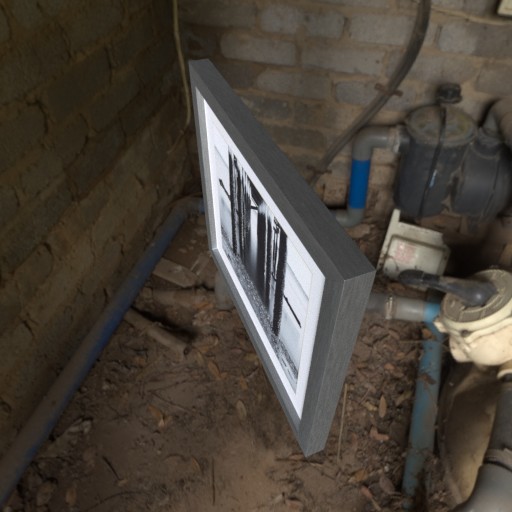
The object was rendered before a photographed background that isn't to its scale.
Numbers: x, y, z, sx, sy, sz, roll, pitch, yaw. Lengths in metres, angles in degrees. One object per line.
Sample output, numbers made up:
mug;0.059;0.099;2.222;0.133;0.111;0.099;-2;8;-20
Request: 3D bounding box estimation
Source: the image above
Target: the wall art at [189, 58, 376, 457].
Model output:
wall art;0.000;0.000;0.544;0.028;0.330;0.380;-16;49;-15
